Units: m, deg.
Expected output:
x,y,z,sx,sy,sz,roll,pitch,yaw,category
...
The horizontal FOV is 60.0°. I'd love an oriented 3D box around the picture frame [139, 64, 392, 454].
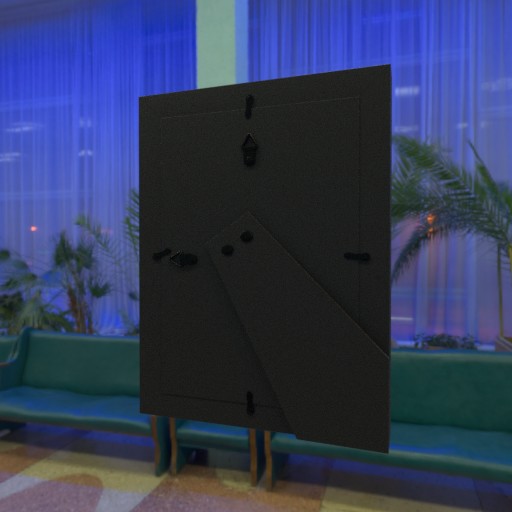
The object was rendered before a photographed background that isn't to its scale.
x,y,z,sx,sy,sz,roll,pitch,yaw,category
0.000,0.000,0.271,0.157,0.208,0.028,0,1,19,picture frame
